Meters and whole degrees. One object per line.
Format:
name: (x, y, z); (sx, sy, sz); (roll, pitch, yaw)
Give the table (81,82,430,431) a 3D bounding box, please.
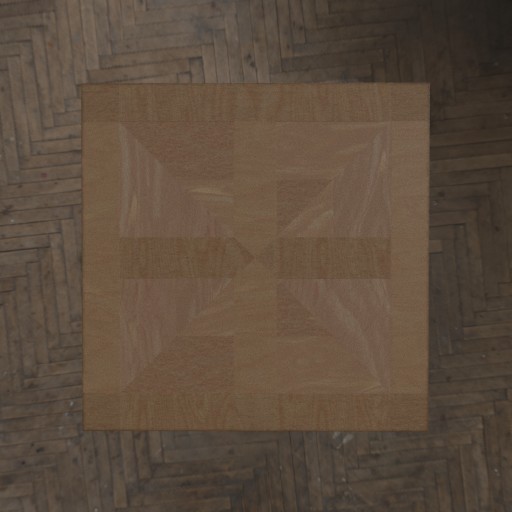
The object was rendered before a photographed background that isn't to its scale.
table: (0.000, 0.000, 1.097); (0.610, 0.638, 0.612); (0, 91, 0)
